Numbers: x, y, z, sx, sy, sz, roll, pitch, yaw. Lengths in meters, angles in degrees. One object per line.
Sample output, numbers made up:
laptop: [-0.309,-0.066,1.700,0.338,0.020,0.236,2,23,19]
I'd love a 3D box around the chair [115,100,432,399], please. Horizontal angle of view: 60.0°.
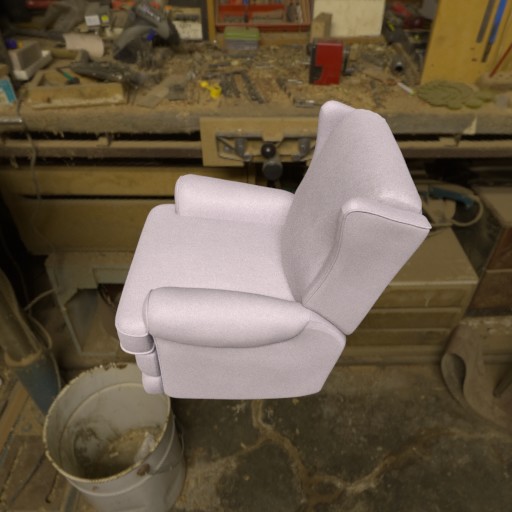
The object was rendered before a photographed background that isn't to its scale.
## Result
chair: [0.000,0.000,1.728,0.969,1.011,0.847,1,43,1]
